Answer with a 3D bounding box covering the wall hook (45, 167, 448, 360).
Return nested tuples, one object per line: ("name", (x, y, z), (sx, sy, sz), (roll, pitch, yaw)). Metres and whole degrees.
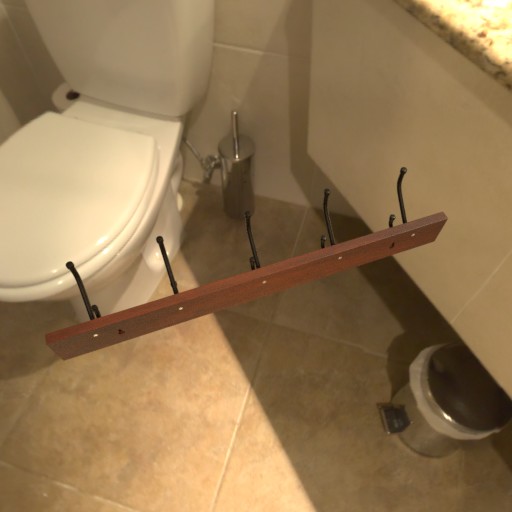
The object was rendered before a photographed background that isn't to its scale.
("wall hook", (0.000, 0.000, 0.614), (0.571, 0.117, 0.071), (-17, 59, -11))
